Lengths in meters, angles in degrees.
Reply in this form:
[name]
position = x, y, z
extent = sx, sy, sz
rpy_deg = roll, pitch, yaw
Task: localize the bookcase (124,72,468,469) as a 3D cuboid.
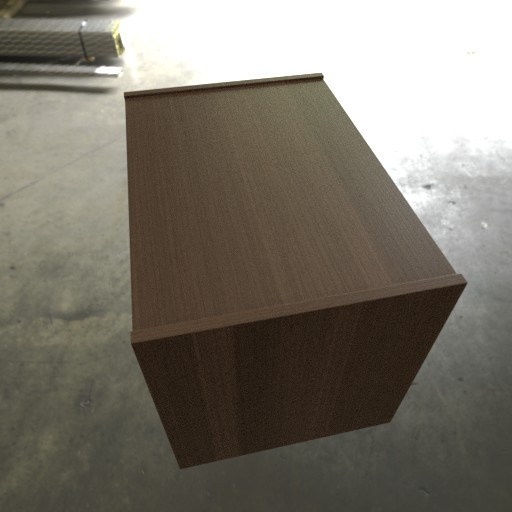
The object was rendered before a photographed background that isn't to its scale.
[bookcase]
position = 0.000, 0.000, 0.617
extent = 0.290, 0.305, 0.415
rpy_deg = -9, 48, -8
